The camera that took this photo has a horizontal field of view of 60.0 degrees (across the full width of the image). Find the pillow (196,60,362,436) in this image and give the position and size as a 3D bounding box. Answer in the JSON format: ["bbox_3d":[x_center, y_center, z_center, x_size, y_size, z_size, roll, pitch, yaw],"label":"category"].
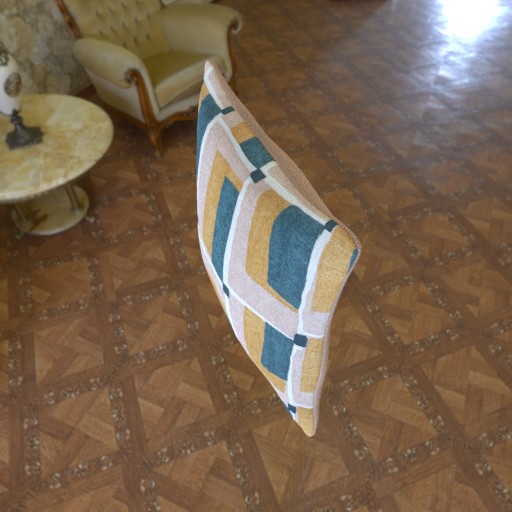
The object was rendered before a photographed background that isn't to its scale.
[{"bbox_3d":[0.000,0.000,0.754,0.158,0.479,0.478,-16,48,-15],"label":"pillow"}]
